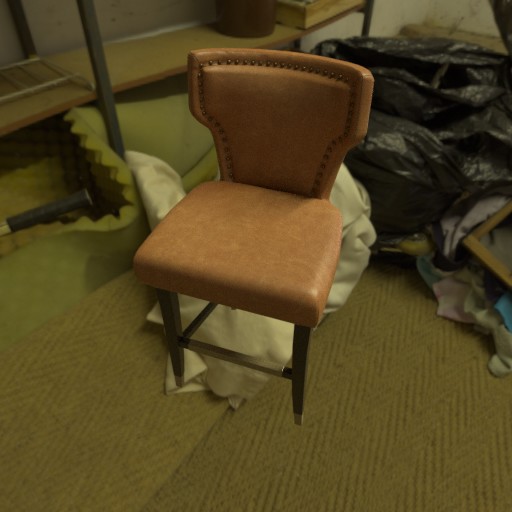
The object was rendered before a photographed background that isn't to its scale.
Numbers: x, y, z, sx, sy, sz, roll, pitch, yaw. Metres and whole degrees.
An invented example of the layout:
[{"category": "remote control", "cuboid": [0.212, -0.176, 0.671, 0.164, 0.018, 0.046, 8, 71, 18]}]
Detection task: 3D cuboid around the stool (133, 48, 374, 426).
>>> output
[{"category": "stool", "cuboid": [0.000, 0.000, 1.398, 0.526, 1.092, 0.563, 13, 43, 14]}]
